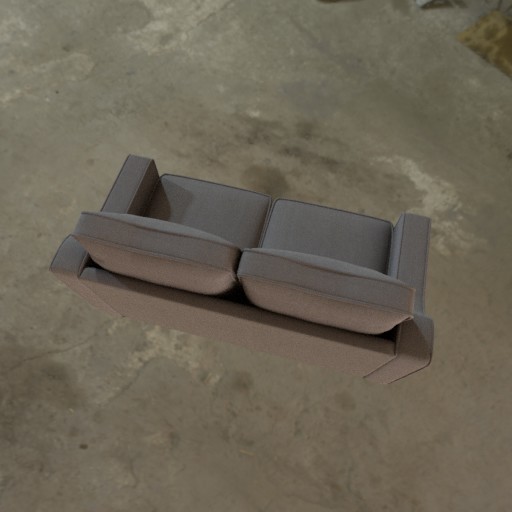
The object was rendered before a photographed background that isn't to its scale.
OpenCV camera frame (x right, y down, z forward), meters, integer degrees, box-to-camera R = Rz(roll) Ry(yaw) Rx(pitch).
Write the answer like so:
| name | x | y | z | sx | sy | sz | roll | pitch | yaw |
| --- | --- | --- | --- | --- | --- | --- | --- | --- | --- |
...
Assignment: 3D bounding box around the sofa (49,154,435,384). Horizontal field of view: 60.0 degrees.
| name | x | y | z | sx | sy | sz | roll | pitch | yaw |
| --- | --- | --- | --- | --- | --- | --- | --- | --- | --- |
| sofa | 0.000 | 0.000 | 2.065 | 1.500 | 0.948 | 0.791 | 13 | 64 | 7 |
